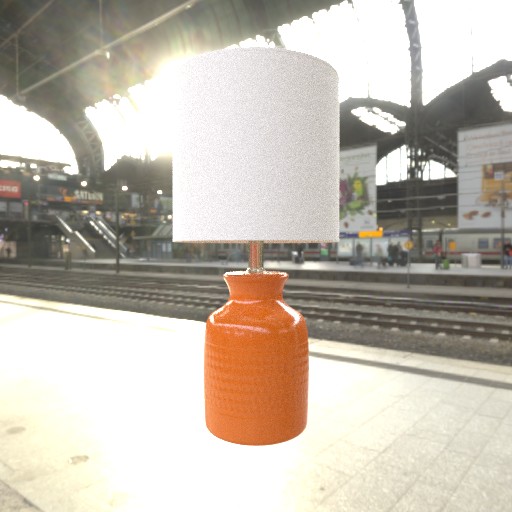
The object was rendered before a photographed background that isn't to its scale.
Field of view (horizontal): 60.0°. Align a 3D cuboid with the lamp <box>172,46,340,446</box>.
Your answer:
[{"bbox_3d":[0.000,0.000,1.129,0.418,0.871,0.418,1,1,36],"label":"lamp"}]
